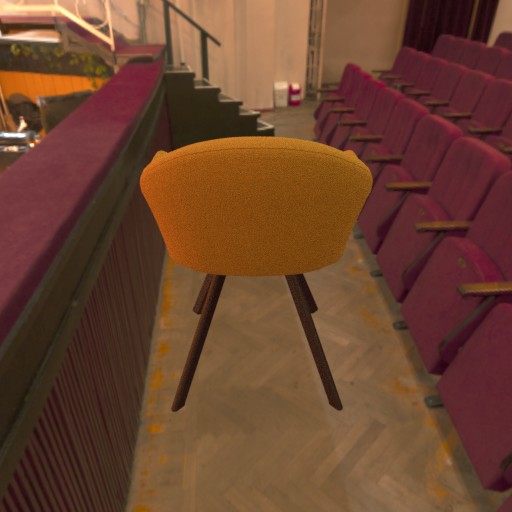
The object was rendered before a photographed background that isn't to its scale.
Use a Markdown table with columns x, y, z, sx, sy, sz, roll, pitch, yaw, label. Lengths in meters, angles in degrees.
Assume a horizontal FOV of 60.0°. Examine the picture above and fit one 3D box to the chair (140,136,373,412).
| x | y | z | sx | sy | sz | roll | pitch | yaw | label |
| --- | --- | --- | --- | --- | --- | --- | --- | --- | --- |
| 0.000 | 0.000 | 1.193 | 0.545 | 0.775 | 0.565 | 0 | 31 | 0 | chair |
